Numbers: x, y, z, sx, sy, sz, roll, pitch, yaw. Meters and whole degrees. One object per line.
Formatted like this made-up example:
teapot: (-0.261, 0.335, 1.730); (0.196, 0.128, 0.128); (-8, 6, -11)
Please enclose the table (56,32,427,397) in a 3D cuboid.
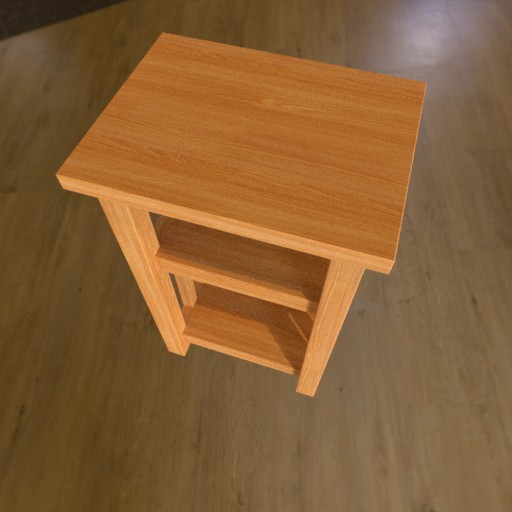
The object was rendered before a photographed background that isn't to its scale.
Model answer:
table: (0.000, 0.000, 0.730); (0.350, 0.550, 0.270); (15, 59, 9)
